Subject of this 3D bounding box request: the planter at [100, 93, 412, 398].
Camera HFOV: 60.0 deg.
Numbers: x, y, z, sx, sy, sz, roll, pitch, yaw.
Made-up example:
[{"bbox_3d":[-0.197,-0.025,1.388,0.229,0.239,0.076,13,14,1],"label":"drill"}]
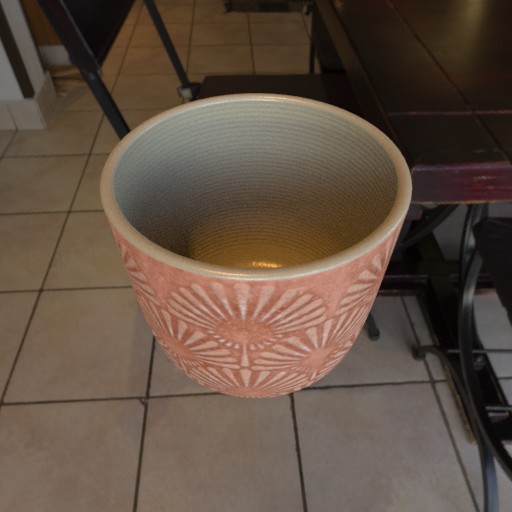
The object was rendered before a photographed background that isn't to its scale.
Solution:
[{"bbox_3d":[0.000,0.000,0.219,0.124,0.109,0.124,0,46,0],"label":"planter"}]
